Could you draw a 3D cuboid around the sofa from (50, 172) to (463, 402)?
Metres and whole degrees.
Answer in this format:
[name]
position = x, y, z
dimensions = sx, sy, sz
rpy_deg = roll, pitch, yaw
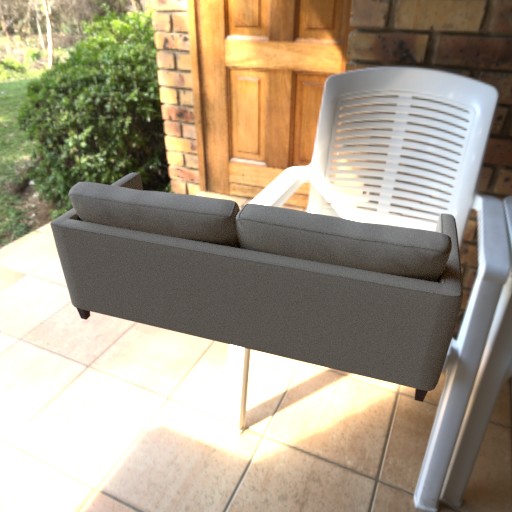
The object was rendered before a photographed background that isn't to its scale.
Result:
[sofa]
position = 0.000, 0.000, 2.879
dimensions = 2.361, 0.968, 0.951
rpy_deg = 10, 33, 16
